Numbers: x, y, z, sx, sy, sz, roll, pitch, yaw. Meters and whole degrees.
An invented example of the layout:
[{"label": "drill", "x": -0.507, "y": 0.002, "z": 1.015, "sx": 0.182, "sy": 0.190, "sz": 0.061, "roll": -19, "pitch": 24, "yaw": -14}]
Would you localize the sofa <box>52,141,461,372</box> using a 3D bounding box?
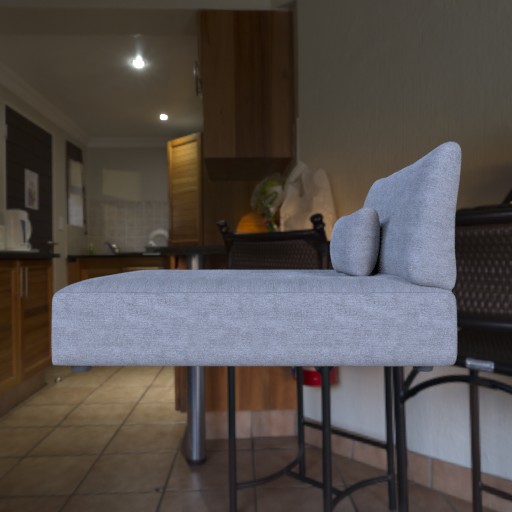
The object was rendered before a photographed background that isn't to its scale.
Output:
[{"label": "sofa", "x": 0.000, "y": 0.000, "z": 1.983, "sx": 1.450, "sy": 0.820, "sz": 0.930, "roll": 0, "pitch": 1, "yaw": 0}]
